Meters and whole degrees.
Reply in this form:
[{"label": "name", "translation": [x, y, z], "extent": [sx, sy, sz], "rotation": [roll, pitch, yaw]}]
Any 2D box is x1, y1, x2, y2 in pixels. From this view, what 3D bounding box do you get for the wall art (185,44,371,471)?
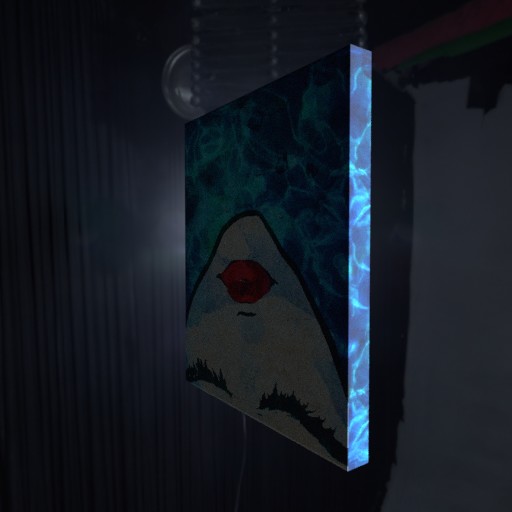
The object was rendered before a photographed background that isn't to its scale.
[{"label": "wall art", "translation": [0.000, 0.000, 0.712], "extent": [0.038, 0.508, 0.432], "rotation": [-1, 2, -35]}]
